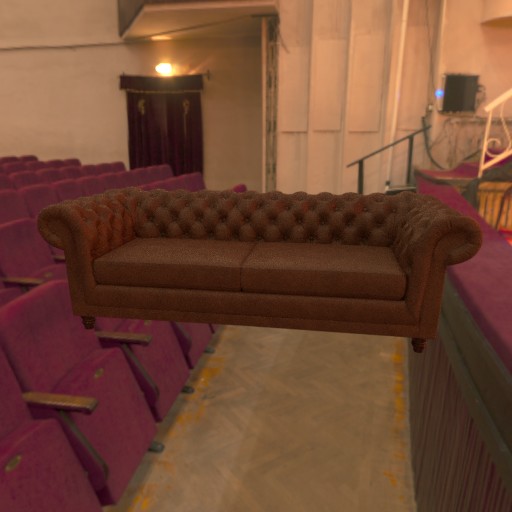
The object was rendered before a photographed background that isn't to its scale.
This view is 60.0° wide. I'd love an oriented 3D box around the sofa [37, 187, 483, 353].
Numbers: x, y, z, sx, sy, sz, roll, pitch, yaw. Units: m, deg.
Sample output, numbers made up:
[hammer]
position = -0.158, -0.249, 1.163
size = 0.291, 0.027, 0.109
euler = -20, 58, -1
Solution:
[sofa]
position = 0.000, 0.000, 2.820
size = 2.385, 0.783, 0.944
euler = 2, 15, 9
